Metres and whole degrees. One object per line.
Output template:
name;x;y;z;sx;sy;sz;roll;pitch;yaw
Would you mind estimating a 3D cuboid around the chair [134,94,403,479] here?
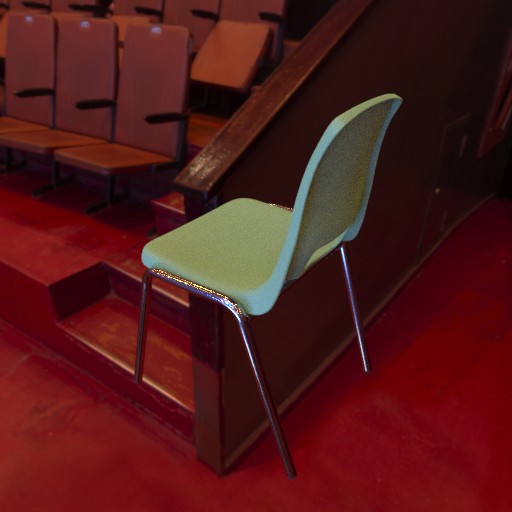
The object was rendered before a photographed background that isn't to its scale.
chair;0.000;0.000;0.888;0.436;0.653;0.381;21;36;31
